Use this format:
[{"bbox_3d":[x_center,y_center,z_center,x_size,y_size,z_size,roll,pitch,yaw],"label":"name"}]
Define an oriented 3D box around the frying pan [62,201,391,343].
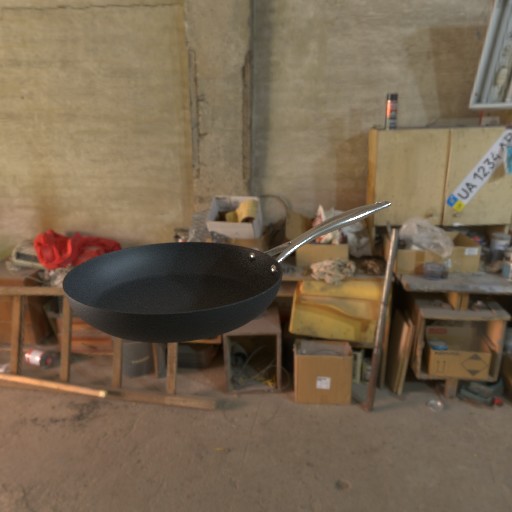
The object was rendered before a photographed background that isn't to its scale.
[{"bbox_3d":[0.000,0.000,0.584,0.472,0.105,0.255,-9,19,-27],"label":"frying pan"}]
